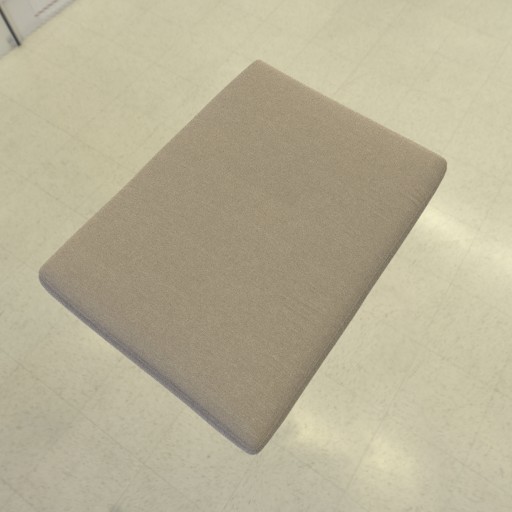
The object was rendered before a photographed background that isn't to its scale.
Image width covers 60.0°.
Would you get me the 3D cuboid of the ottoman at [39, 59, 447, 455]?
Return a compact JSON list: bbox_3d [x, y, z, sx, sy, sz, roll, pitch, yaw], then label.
[{"bbox_3d":[0.000,0.000,1.125,0.569,0.500,0.771,34,69,15],"label":"ottoman"}]
